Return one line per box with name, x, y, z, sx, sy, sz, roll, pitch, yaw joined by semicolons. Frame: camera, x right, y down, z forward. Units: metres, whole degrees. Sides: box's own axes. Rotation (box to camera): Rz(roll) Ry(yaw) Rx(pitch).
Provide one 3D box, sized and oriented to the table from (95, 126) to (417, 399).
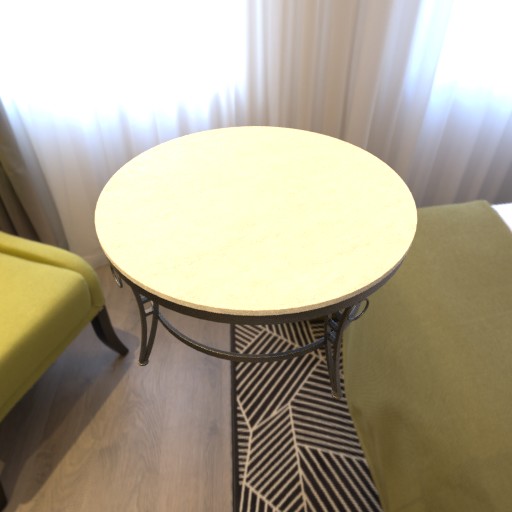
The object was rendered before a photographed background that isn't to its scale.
table;0.000;0.000;1.420;0.889;0.470;0.889;0;41;0
